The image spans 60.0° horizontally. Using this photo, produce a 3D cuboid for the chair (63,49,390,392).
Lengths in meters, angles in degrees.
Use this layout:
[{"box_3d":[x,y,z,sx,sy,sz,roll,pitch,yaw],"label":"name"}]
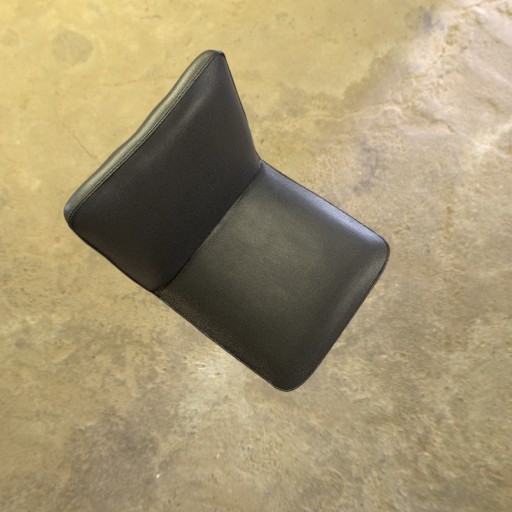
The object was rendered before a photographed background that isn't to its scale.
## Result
[{"box_3d":[0.000,0.000,1.227,0.645,0.801,0.543,31,78,7],"label":"chair"}]
